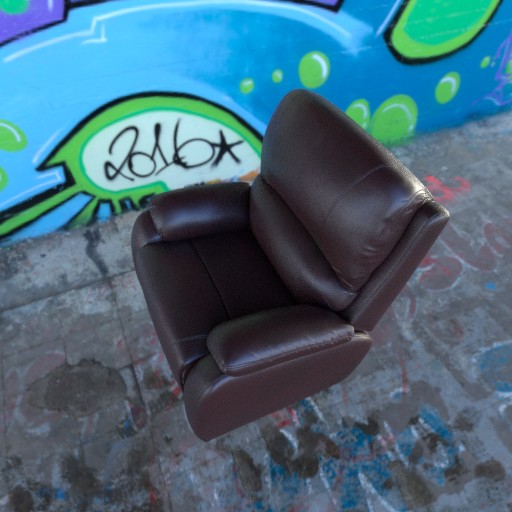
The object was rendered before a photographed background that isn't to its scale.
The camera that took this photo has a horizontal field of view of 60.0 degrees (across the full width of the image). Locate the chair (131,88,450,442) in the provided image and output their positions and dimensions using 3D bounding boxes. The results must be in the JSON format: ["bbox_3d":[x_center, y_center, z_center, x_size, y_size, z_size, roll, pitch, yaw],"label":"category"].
[{"bbox_3d":[0.000,0.000,1.745,0.899,1.011,0.930,-18,49,-16],"label":"chair"}]
